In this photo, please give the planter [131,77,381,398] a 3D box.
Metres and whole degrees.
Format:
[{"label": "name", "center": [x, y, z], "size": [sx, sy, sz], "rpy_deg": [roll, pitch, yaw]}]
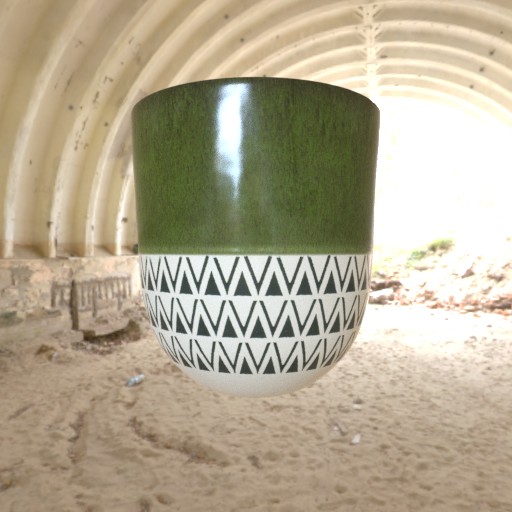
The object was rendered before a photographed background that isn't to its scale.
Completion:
[{"label": "planter", "center": [0.000, 0.000, 0.452], "size": [0.245, 0.270, 0.245], "rpy_deg": [0, 1, 0]}]
